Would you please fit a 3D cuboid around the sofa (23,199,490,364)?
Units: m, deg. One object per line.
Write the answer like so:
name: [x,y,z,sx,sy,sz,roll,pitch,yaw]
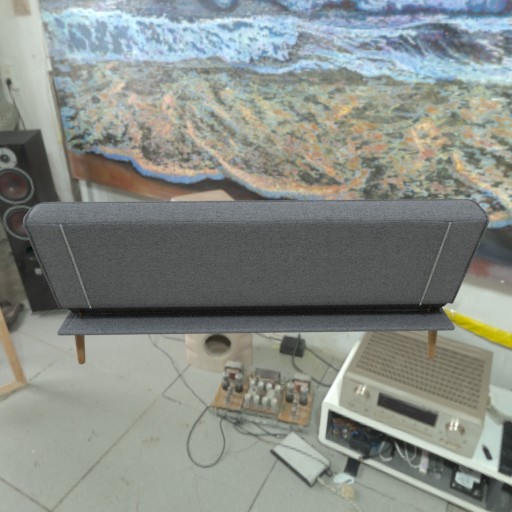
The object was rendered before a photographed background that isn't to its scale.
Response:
sofa: [0.000,0.000,2.246,1.820,0.830,0.810,-1,29,-1]
